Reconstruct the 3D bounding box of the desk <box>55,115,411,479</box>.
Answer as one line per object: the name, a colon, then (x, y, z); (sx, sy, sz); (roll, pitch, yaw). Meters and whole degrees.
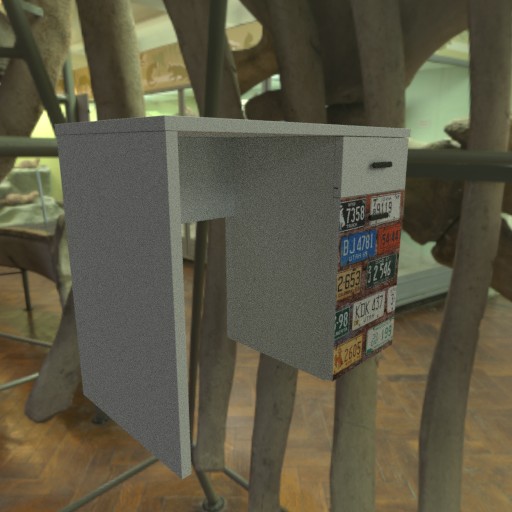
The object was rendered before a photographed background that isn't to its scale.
desk: (0.000, 0.000, 1.304); (0.482, 0.730, 0.898); (13, 19, 43)
